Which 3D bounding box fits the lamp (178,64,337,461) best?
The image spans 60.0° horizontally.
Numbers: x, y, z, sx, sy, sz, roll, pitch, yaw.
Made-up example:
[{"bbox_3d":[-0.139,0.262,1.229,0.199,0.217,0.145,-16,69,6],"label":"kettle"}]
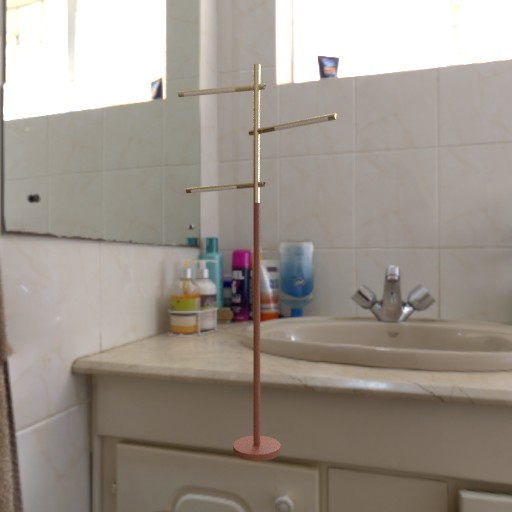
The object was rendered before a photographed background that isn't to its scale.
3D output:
[{"bbox_3d":[0.000,0.000,1.960,0.737,1.704,0.209,0,-1,18],"label":"lamp"}]
